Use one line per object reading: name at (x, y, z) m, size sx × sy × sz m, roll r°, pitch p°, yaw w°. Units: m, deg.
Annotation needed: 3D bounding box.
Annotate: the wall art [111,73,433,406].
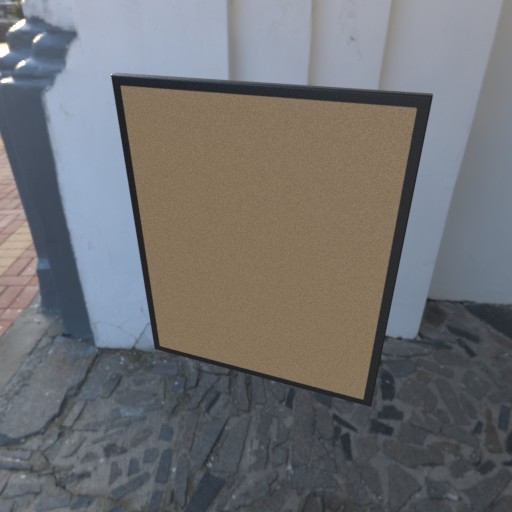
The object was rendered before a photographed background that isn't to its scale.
wall art at (0.000, 0.000, 0.787) m, size 0.481 × 0.582 × 0.018 m, roll 10°, pitch 33°, yaw 17°
